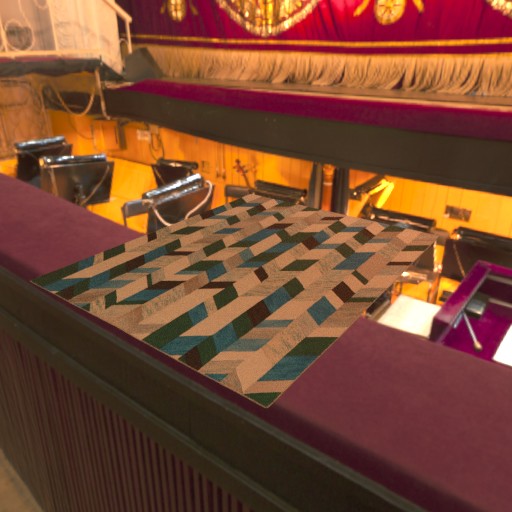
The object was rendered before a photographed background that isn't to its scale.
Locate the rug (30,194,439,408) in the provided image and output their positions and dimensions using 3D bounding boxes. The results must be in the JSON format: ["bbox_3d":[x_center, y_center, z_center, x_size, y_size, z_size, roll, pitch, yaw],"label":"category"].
[{"bbox_3d":[0.000,0.000,4.117,2.440,0.008,3.036,18,30,33],"label":"rug"}]
